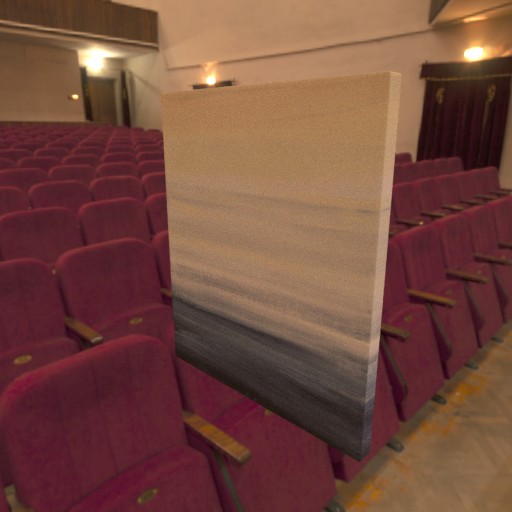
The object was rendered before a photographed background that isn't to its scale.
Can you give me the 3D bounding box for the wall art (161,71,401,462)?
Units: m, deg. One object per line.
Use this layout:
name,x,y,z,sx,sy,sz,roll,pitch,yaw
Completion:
wall art,0.000,0.000,0.983,0.608,0.710,0.041,15,22,42
